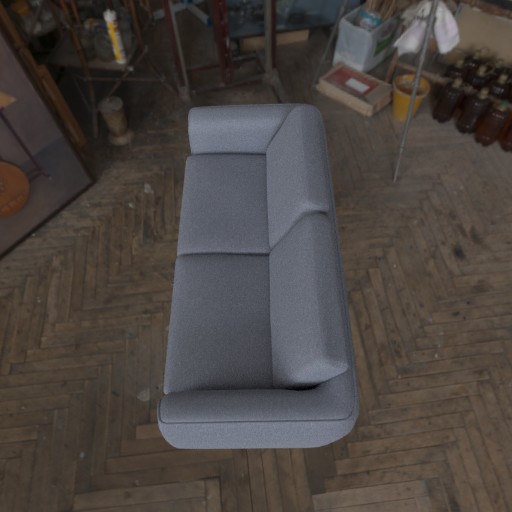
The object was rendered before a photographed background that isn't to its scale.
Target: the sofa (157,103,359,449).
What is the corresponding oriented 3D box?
[{"bbox_3d":[0.000,0.000,2.568,0.920,0.870,2.000,0,58,0],"label":"sofa"}]
